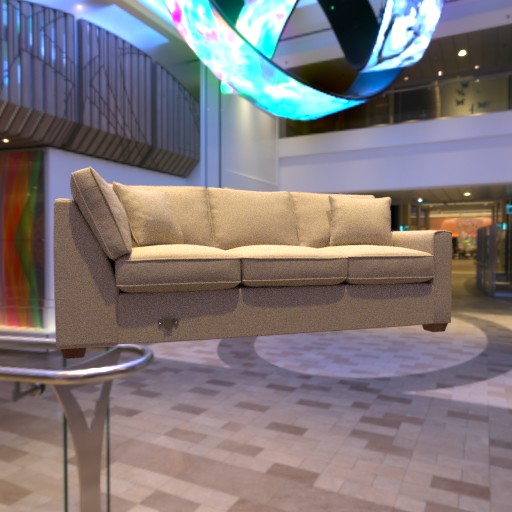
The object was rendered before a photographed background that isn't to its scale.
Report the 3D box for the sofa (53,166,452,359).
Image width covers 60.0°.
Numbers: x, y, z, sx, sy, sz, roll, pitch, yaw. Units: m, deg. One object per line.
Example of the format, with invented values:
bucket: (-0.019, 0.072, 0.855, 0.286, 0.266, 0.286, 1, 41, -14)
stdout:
sofa: (0.000, 0.000, 2.876, 2.317, 0.962, 1.061, 0, 1, -19)
